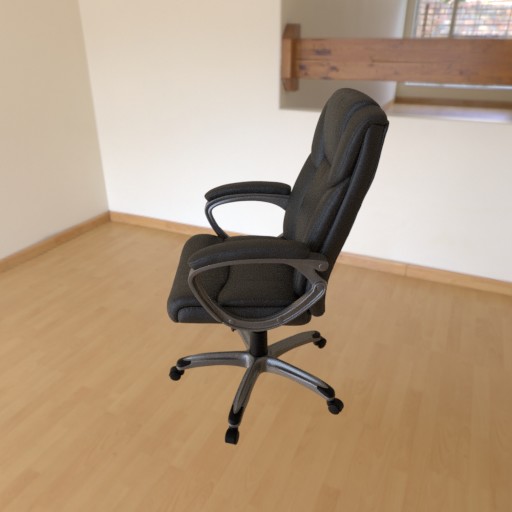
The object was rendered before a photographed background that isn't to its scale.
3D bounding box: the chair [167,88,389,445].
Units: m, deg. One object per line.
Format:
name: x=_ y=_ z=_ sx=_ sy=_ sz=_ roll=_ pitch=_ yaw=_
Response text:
chair: x=0.000 y=0.000 z=1.606 sx=0.719 sy=1.130 sz=0.721 roll=0 pitch=26 yaw=0
